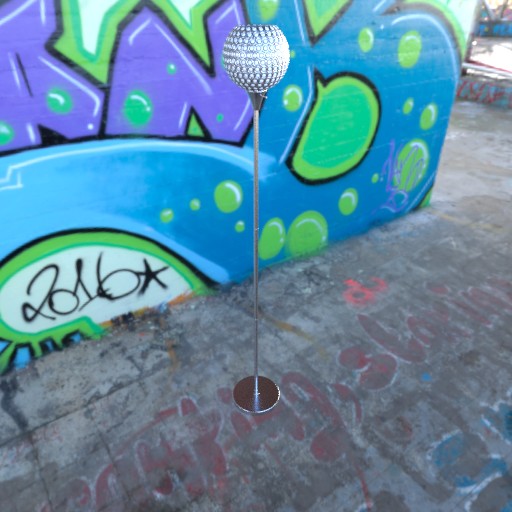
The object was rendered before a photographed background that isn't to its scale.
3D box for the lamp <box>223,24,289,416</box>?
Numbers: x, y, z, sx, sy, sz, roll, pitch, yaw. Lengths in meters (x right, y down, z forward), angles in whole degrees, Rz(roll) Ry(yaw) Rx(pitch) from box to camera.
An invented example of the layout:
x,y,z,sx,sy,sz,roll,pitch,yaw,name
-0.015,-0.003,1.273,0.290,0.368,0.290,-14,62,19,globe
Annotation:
x,y,z,sx,sy,sz,roll,pitch,yaw,name
0.000,0.000,1.949,0.254,1.805,0.254,0,32,0,lamp
